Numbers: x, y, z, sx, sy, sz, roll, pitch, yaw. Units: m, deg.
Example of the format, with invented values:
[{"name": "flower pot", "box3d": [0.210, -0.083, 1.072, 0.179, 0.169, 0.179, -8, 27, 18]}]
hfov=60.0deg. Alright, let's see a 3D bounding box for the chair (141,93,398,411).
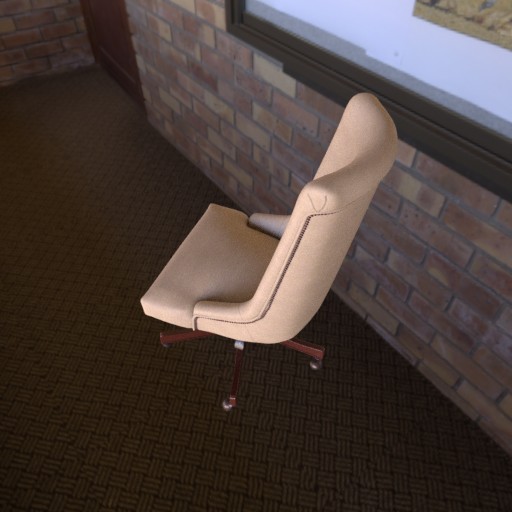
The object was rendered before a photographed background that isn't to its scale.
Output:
[{"name": "chair", "box3d": [0.000, 0.000, 1.448, 0.696, 1.010, 0.645, 16, 49, 15]}]
